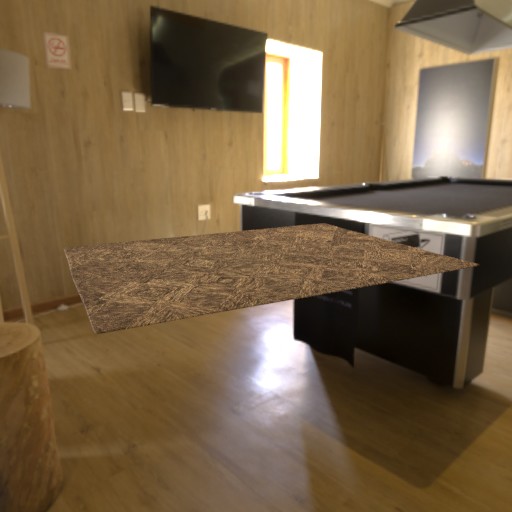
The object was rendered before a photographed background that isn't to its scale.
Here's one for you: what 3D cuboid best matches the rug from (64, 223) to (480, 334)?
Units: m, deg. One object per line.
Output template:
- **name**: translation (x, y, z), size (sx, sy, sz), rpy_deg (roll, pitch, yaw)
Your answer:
- **rug**: translation (0.000, 0.000, 5.309), size (4.093, 0.020, 2.997), rpy_deg (-7, 16, -26)
